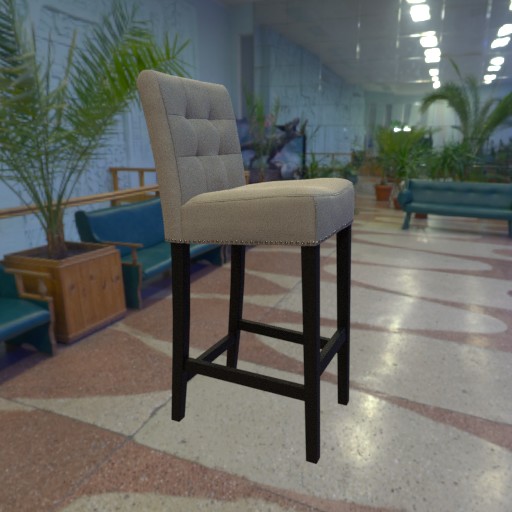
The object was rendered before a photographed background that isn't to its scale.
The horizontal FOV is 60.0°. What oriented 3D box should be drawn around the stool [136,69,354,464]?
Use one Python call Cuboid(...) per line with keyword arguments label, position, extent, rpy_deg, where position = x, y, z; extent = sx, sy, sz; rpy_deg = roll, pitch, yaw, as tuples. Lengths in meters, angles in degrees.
Cuboid(label="stool", position=(0.000, 0.000, 1.359), extent=(0.548, 1.047, 0.411), rpy_deg=(7, 16, 25))
